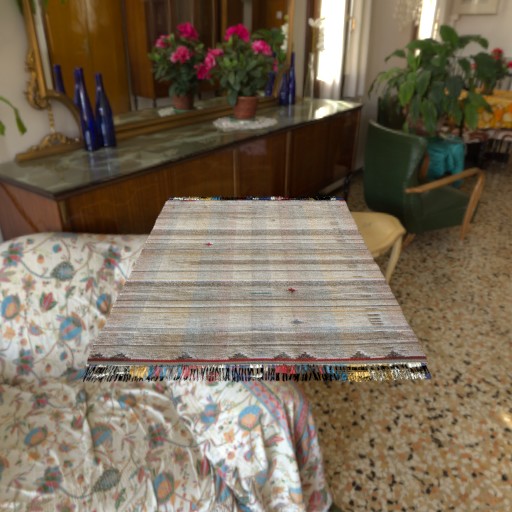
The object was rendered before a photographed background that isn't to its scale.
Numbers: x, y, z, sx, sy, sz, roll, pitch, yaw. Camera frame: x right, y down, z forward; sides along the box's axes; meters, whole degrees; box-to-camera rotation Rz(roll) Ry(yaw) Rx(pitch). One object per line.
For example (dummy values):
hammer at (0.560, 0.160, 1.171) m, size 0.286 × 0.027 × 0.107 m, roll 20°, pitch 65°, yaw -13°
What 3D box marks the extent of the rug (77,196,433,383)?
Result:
rug at (0.000, 0.000, 2.276) m, size 1.217 × 0.012 × 1.848 m, roll 0°, pitch 27°, yaw 0°
